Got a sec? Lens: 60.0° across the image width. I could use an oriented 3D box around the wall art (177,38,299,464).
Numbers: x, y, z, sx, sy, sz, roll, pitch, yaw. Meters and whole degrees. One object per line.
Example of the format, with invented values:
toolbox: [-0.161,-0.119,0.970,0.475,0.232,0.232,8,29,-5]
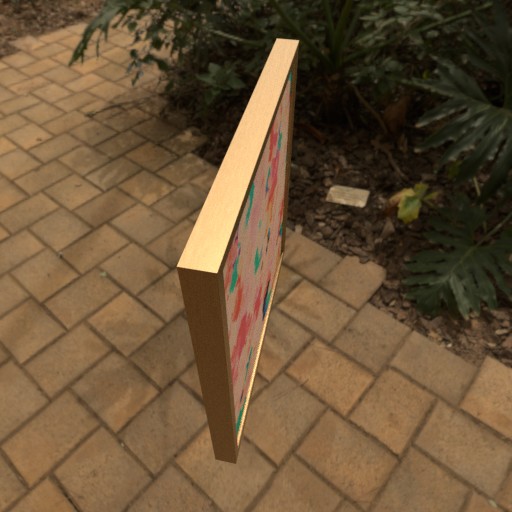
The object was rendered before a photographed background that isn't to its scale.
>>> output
wall art: [0.000,0.000,0.747,0.037,0.509,0.510,9,48,8]
